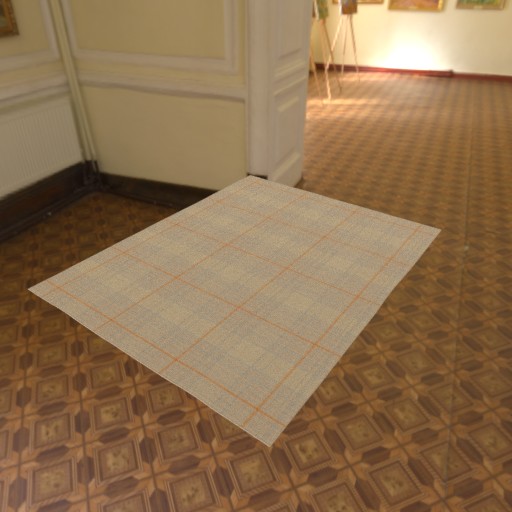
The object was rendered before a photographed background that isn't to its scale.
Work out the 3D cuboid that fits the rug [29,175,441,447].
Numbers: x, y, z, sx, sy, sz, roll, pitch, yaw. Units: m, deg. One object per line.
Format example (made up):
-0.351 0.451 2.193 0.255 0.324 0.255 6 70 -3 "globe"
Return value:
0.000 0.000 4.085 2.448 0.021 3.051 22 38 30 "rug"
